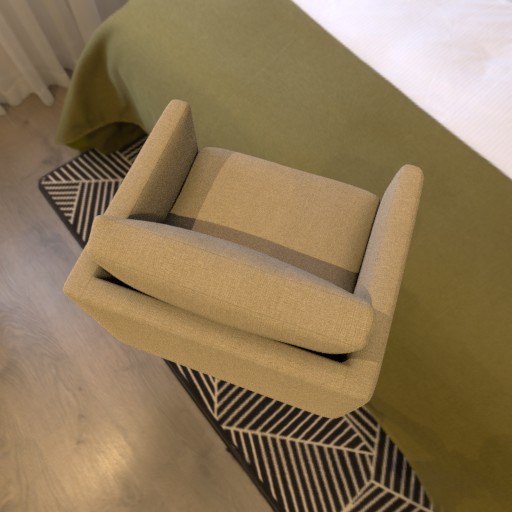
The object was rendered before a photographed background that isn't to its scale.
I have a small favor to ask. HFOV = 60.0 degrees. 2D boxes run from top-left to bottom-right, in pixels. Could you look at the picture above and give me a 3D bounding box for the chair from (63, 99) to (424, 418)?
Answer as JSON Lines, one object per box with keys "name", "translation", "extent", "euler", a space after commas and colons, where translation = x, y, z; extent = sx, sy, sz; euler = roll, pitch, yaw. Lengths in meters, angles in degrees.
{"name": "chair", "translation": [0.000, 0.000, 1.849], "extent": [1.107, 0.963, 0.959], "euler": [18, 67, 8]}
